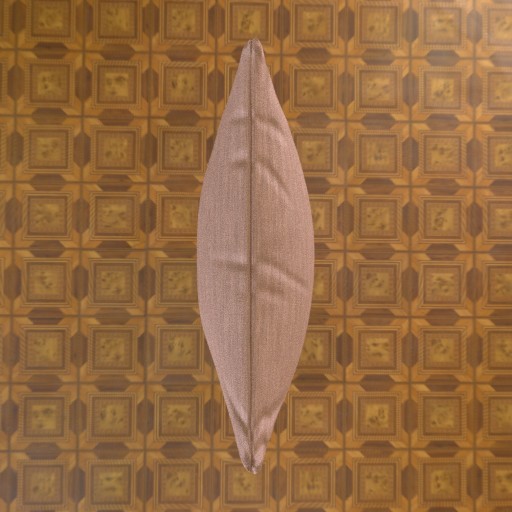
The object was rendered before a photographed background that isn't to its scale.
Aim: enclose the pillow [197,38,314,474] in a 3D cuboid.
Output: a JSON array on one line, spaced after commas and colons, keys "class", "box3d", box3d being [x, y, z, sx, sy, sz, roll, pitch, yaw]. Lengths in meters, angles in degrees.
[{"class": "pillow", "box3d": [0.000, 0.000, 0.800, 0.210, 0.338, 0.633, 0, 89, -1]}]
